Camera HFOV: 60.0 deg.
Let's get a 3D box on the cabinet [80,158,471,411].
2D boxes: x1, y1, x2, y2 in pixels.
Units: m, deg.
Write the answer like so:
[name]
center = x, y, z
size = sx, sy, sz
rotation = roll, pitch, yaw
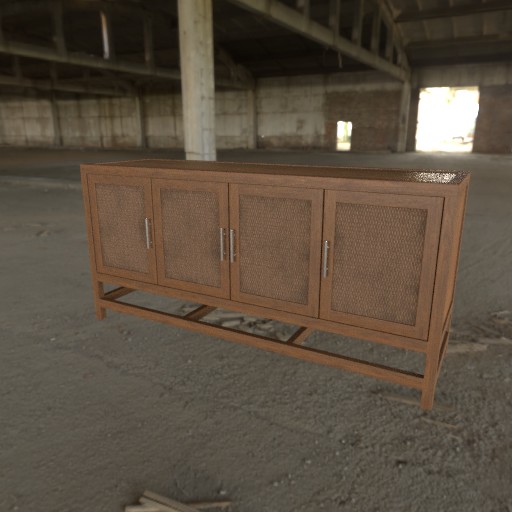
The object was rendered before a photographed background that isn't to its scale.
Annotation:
[cabinet]
center = 0.000, 0.000, 2.091
size = 1.708, 0.820, 0.522
rotation = 9, 18, 27
